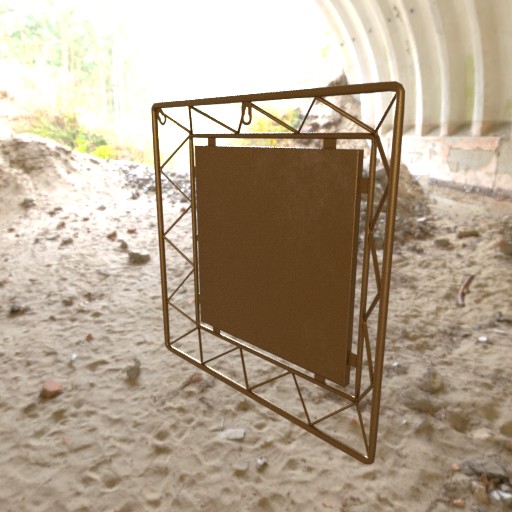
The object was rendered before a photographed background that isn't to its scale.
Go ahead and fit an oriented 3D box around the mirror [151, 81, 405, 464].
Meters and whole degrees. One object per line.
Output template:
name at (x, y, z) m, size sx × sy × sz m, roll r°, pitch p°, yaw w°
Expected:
mirror at (0.000, 0.000, 0.604) m, size 0.046 × 0.414 × 0.416 m, roll -15°, pitch 21°, yaw -43°
